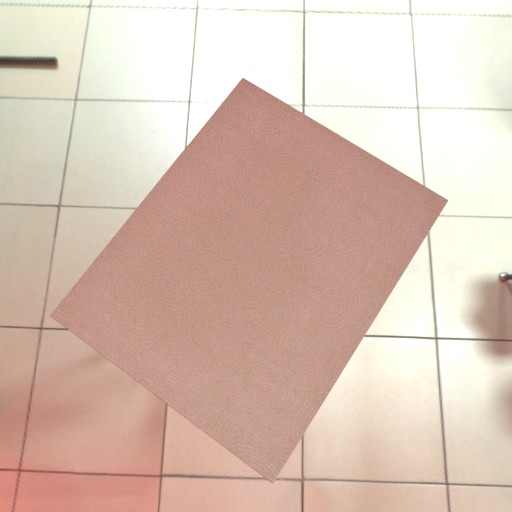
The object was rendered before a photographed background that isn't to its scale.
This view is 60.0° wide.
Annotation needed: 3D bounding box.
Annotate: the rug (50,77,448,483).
[{"bbox_3d":[0.000,0.000,3.528,2.073,0.011,2.584,34,78,8],"label":"rug"}]
